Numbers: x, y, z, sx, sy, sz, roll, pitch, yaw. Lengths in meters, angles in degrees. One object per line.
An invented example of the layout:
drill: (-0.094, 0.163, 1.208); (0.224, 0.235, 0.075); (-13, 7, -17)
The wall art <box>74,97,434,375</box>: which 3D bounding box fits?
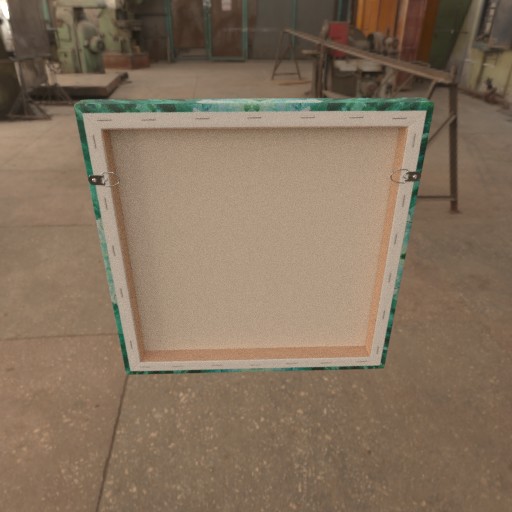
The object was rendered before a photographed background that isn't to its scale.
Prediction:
wall art: (0.000, 0.000, 0.757); (0.507, 0.508, 0.038); (-1, 30, -2)
